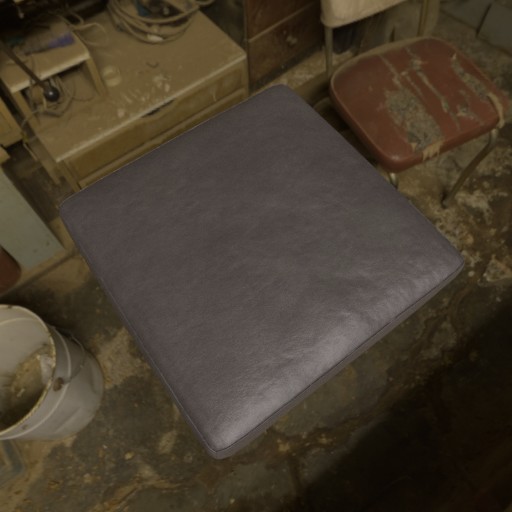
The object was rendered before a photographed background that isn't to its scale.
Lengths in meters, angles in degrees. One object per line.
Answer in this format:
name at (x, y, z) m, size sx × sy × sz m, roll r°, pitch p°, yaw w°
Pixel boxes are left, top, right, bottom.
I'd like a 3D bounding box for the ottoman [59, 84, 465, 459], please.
ottoman at (0.000, 0.000, 1.347) m, size 0.844 × 0.415 × 0.836 m, roll -33°, pitch 69°, yaw -15°
